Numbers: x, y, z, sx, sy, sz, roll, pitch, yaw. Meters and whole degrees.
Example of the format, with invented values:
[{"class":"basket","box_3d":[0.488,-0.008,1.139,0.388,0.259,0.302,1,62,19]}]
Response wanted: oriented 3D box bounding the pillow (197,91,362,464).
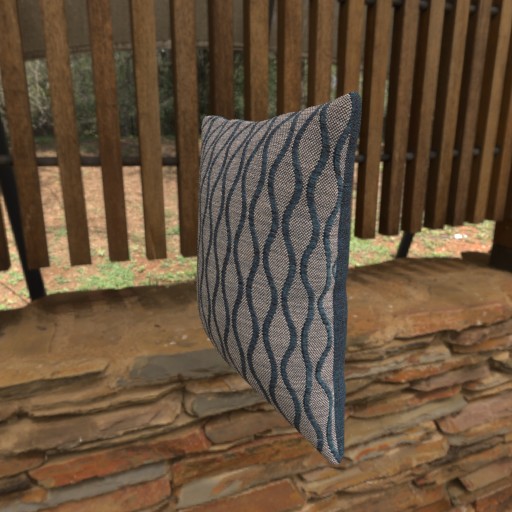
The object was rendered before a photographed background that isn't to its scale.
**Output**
[{"class":"pillow","box_3d":[0.000,0.000,0.674,0.159,0.435,0.435,-7,16,-26]}]
